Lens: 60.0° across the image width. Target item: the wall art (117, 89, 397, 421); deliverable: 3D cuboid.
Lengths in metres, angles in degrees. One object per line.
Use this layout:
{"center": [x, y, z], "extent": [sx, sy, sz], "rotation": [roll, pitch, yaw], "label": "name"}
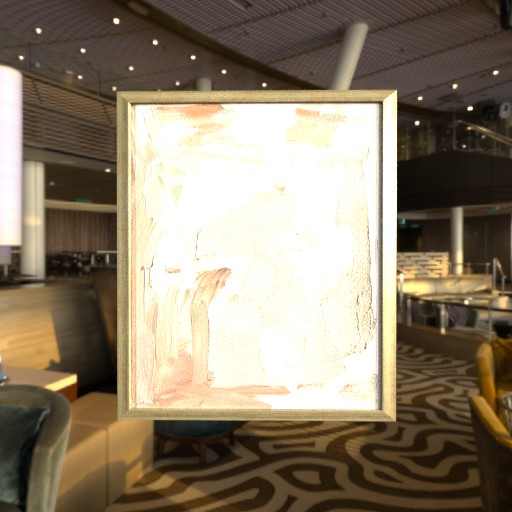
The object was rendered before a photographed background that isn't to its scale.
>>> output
{"center": [0.000, 0.000, 0.888], "extent": [0.559, 0.660, 0.018], "rotation": [0, 0, 1], "label": "wall art"}
